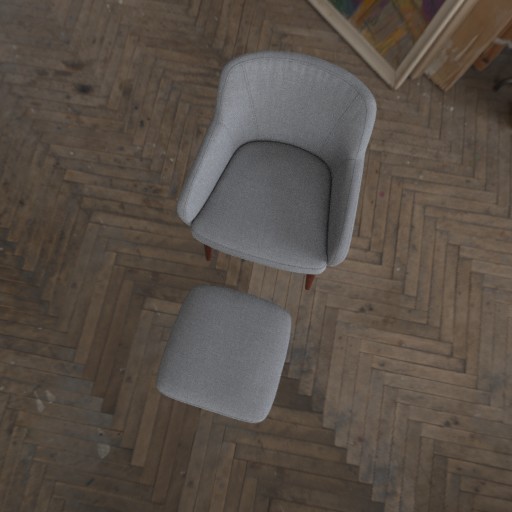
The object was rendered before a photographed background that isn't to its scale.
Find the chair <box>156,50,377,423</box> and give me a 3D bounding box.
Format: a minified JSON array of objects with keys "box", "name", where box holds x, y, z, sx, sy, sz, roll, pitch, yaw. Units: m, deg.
[{"box":[0.000,0.000,1.582,0.584,0.799,1.107,16,76,4],"name":"chair"}]
